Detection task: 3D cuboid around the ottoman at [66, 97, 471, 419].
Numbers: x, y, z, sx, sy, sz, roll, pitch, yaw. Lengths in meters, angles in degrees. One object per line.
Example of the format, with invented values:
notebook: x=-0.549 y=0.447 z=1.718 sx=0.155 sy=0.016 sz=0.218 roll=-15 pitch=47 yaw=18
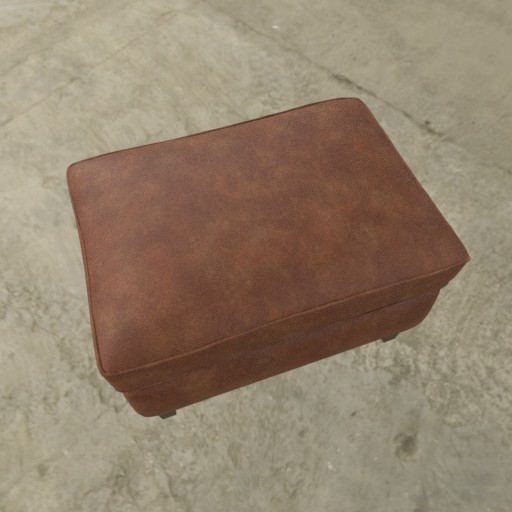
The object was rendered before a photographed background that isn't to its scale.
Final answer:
ottoman: x=0.000 y=0.000 z=0.975 sx=0.665 sy=0.418 sz=0.501 roll=-16 pitch=60 yaw=-10
